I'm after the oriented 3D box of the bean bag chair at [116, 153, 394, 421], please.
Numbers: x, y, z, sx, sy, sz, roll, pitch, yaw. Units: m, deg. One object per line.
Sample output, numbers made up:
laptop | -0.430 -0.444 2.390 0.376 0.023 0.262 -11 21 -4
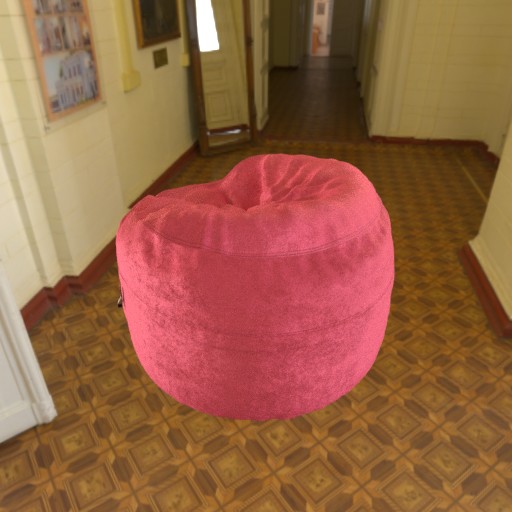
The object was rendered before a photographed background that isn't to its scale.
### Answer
bean bag chair | 0.000 0.000 2.002 1.218 0.788 1.218 0 30 0
